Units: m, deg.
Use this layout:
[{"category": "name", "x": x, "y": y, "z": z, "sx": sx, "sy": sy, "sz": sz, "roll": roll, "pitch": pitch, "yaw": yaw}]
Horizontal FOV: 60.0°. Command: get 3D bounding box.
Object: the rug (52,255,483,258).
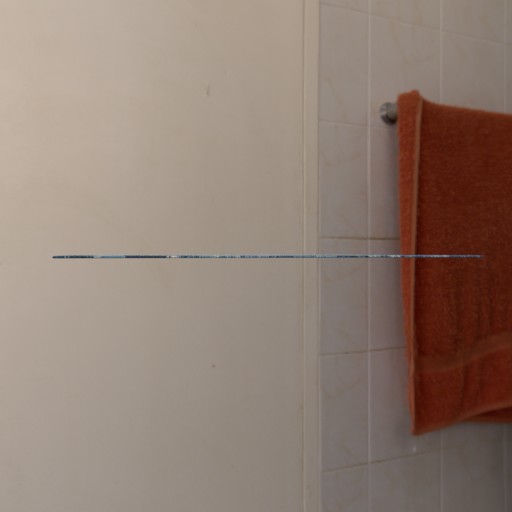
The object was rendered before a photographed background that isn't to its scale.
[{"category": "rug", "x": 0.000, "y": 0.000, "z": 2.345, "sx": 1.836, "sy": 0.009, "sz": 1.232, "roll": 0, "pitch": 0, "yaw": -18}]
